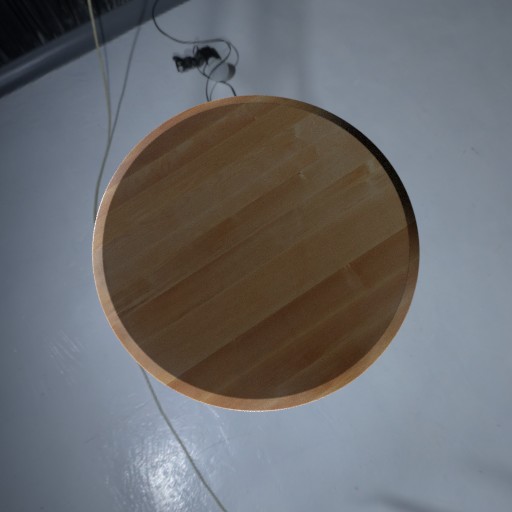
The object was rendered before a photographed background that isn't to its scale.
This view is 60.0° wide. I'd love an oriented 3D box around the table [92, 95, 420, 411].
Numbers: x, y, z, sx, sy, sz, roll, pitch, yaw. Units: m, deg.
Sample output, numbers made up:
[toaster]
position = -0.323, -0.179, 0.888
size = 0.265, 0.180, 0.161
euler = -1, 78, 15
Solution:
[table]
position = 0.000, 0.000, 1.410
size = 0.900, 0.400, 0.900
euler = 0, 76, 0
